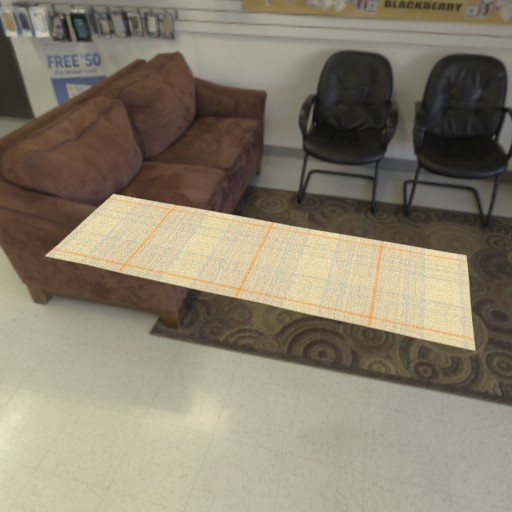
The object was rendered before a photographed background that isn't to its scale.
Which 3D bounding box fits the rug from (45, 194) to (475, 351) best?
[{"bbox_3d":[0.000,0.000,2.693,2.442,0.016,0.770,11,40,14],"label":"rug"}]
